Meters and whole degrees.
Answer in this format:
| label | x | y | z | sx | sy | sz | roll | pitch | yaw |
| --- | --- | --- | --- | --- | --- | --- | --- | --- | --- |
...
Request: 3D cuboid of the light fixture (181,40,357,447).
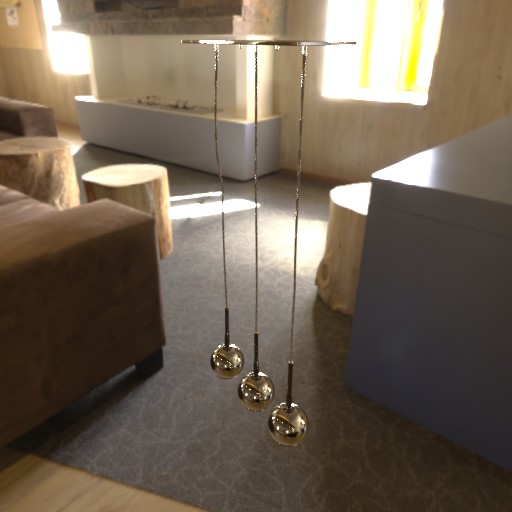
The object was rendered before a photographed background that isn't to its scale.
| label | x | y | z | sx | sy | sz | roll | pitch | yaw |
| --- | --- | --- | --- | --- | --- | --- | --- | --- | --- |
| light fixture | 0.000 | 0.000 | 1.611 | 0.188 | 1.408 | 0.623 | -17 | 31 | -31 |
